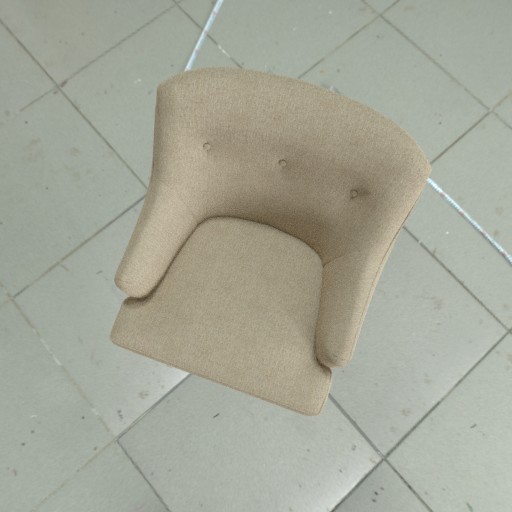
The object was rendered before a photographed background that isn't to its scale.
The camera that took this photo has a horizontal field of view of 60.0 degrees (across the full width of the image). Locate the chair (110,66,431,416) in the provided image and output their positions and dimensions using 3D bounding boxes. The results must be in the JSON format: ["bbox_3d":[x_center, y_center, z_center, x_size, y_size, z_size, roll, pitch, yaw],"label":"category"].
[{"bbox_3d":[0.000,0.000,1.594,0.864,0.856,0.923,19,76,5],"label":"chair"}]
